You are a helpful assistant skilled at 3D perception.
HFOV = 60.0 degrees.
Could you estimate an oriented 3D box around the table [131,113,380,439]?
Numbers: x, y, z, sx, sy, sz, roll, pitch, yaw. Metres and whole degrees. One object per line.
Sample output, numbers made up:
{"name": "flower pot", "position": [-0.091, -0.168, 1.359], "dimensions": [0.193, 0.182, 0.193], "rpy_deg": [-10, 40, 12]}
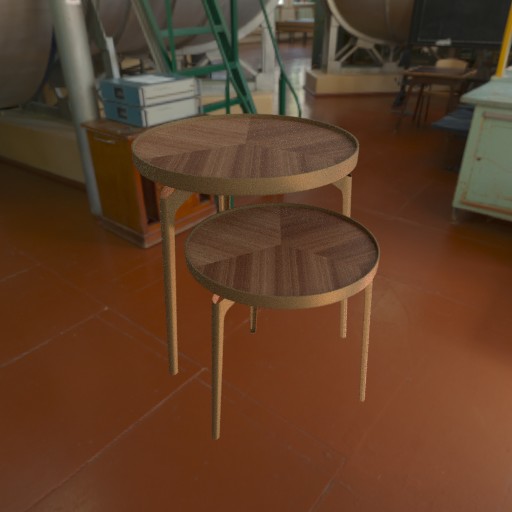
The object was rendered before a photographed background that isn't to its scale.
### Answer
{"name": "table", "position": [0.000, 0.000, 1.132], "dimensions": [0.532, 0.555, 0.751], "rpy_deg": [-9, 32, -15]}
